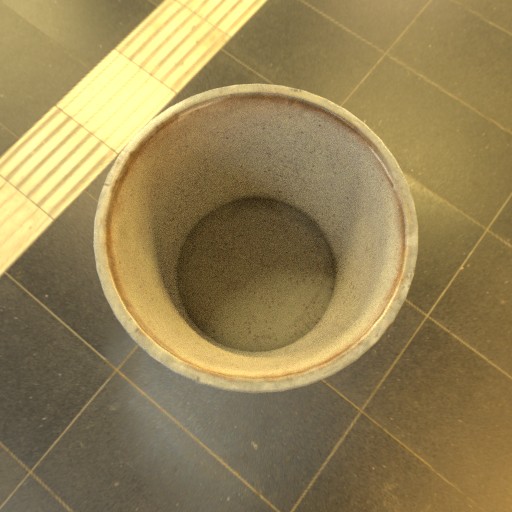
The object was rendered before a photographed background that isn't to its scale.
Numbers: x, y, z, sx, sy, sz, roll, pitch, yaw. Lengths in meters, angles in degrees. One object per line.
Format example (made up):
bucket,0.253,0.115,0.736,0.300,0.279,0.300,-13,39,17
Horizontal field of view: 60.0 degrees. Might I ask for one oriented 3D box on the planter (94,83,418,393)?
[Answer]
planter,0.000,0.000,0.323,0.186,0.144,0.186,0,75,0
